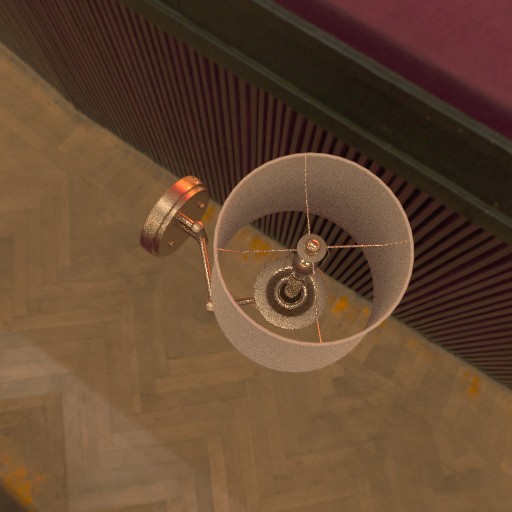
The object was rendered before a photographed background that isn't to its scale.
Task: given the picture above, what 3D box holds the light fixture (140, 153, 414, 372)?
[{"bbox_3d":[0.000,0.000,0.582,0.348,0.381,0.223,35,79,8],"label":"light fixture"}]
